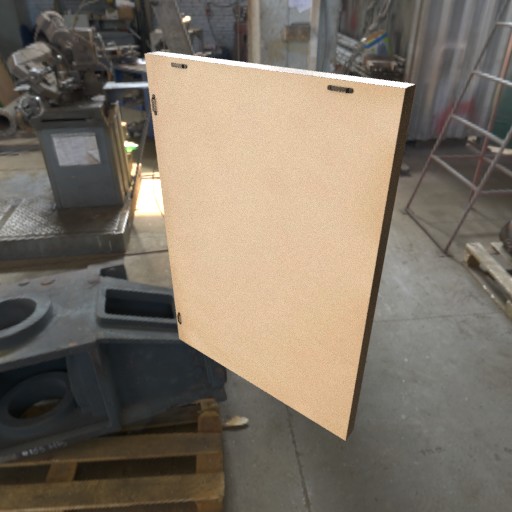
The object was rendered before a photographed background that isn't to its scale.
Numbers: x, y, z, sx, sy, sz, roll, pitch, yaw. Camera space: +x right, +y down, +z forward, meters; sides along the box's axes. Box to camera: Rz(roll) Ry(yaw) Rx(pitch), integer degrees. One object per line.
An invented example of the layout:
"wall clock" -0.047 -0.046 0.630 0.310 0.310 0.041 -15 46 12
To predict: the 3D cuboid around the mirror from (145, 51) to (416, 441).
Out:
"mirror" 0.000 0.000 0.892 0.507 0.710 0.040 23 38 32
